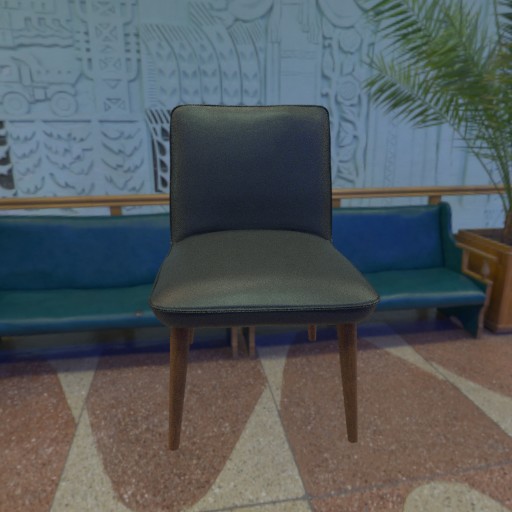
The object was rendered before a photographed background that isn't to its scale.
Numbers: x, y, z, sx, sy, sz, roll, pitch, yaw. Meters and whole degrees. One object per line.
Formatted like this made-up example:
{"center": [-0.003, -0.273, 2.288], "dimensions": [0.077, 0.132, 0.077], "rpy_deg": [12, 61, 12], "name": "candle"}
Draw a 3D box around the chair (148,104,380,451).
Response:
{"center": [0.000, 0.000, 1.214], "dimensions": [0.543, 0.801, 0.645], "rpy_deg": [-2, 18, -8], "name": "chair"}
